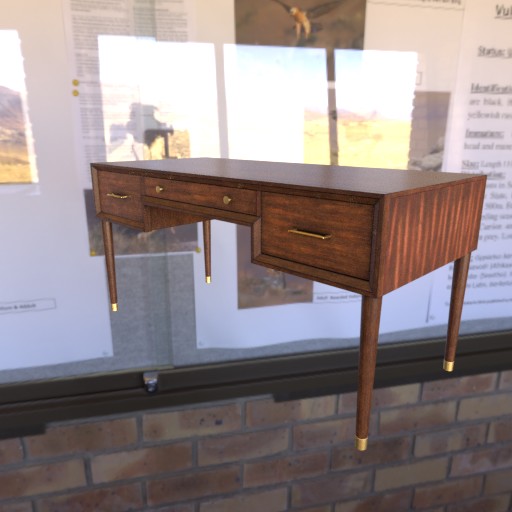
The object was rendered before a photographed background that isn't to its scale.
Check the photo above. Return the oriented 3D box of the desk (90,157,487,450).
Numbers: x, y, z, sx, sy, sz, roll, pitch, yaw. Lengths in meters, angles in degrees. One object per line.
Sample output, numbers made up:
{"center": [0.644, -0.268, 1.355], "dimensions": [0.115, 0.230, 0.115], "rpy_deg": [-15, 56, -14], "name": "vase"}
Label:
{"center": [0.000, 0.000, 1.949], "dimensions": [1.575, 0.762, 0.724], "rpy_deg": [15, 22, 43], "name": "desk"}
